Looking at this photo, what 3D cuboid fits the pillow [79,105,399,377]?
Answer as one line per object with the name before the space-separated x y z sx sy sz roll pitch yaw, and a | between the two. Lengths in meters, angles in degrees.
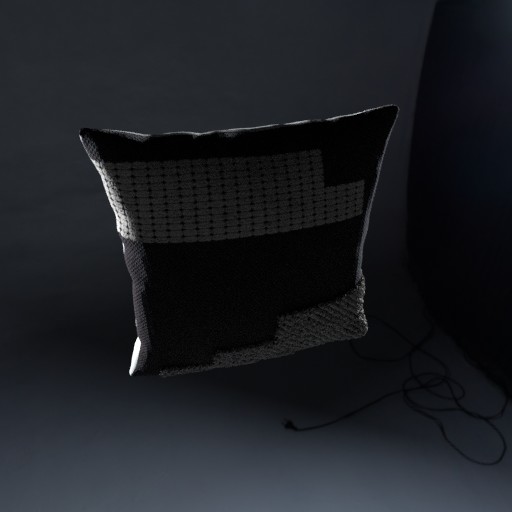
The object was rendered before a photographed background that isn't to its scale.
pillow | 0.000 0.000 0.746 0.475 0.473 0.178 -9 33 -15
